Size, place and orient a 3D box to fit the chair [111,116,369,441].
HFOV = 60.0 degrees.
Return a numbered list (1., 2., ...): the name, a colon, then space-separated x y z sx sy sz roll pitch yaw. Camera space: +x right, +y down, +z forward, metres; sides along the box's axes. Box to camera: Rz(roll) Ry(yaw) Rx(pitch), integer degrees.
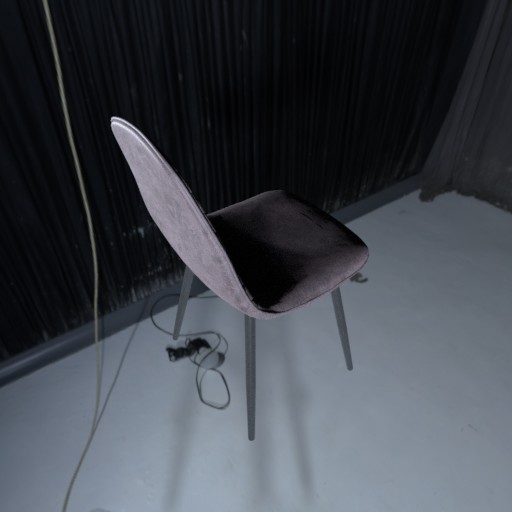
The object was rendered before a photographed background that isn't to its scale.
1. chair: 0.000 0.000 1.211 0.561 0.889 0.472 -26 47 -27
